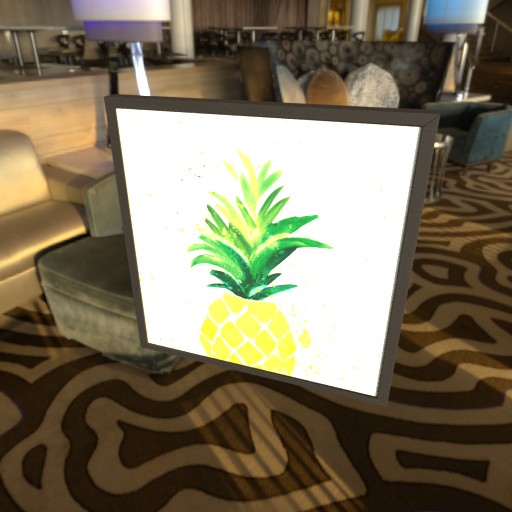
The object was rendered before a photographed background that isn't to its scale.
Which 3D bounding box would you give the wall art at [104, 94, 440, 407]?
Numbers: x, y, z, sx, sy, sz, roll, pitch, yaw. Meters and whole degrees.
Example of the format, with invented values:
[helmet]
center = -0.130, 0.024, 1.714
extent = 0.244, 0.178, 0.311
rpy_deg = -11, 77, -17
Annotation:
[wall art]
center = 0.000, 0.000, 0.768
extent = 0.508, 0.507, 0.033
rpy_deg = 9, 28, 17
